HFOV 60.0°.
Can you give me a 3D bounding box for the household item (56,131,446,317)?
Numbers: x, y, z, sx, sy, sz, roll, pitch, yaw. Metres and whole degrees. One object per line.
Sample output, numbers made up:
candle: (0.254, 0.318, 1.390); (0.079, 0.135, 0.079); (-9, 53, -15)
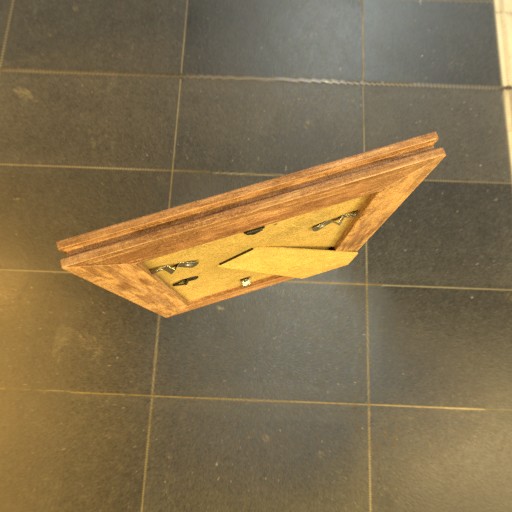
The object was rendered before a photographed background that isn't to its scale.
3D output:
household item: (0.000, 0.000, 0.321); (0.186, 0.237, 0.018); (-17, 77, -4)
